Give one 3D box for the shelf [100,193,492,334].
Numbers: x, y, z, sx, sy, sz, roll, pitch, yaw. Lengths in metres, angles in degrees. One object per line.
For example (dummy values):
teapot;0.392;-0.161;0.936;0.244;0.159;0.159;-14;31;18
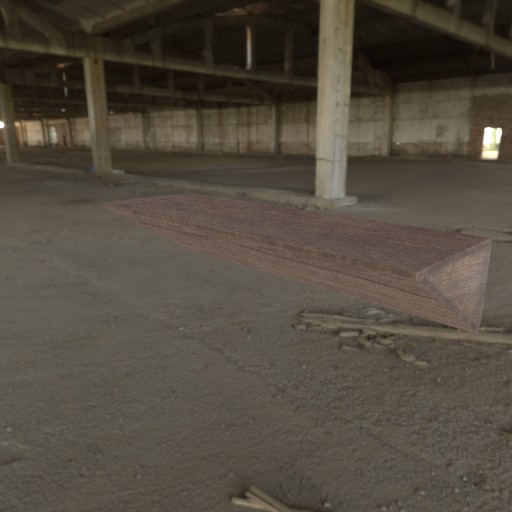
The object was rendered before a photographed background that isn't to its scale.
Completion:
shelf;0.000;0.000;0.693;0.610;0.125;0.200;15;21;43
